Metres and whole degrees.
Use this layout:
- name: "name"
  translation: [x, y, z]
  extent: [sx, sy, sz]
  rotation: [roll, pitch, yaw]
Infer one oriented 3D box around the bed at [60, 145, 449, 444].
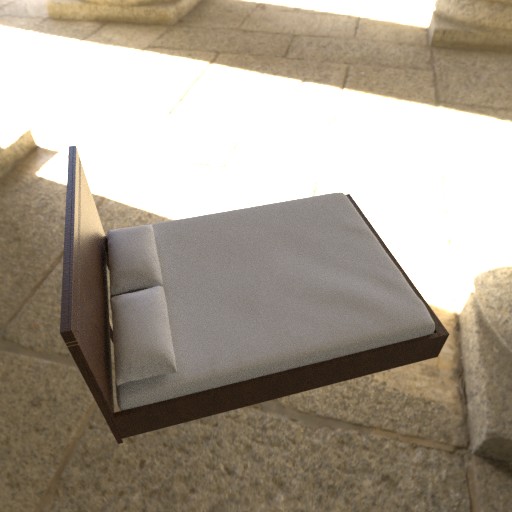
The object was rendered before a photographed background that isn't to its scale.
- name: "bed"
  translation: [0.000, 0.000, 3.106]
  extent: [2.221, 1.169, 1.613]
  rotation: [-11, 46, -11]
